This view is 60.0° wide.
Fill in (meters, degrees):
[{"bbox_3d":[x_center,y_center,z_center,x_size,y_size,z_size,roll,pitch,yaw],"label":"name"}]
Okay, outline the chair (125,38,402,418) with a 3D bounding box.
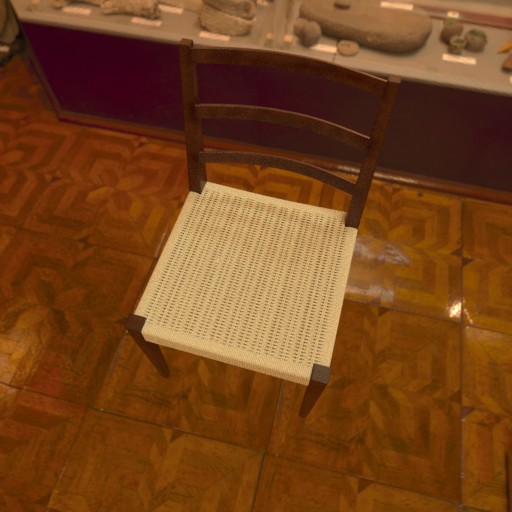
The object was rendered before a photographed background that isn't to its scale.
[{"bbox_3d":[0.000,0.000,1.137,0.480,0.813,0.551,14,59,8],"label":"chair"}]
